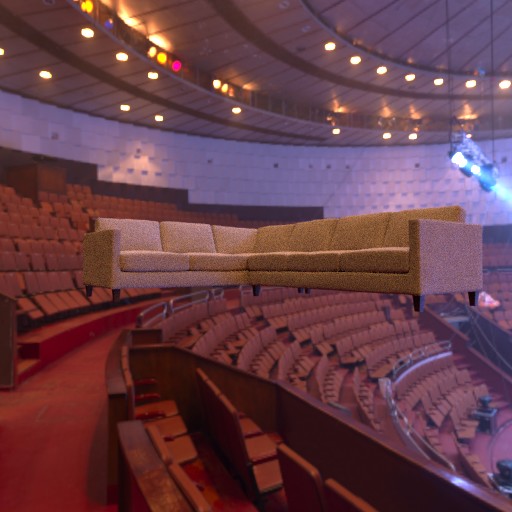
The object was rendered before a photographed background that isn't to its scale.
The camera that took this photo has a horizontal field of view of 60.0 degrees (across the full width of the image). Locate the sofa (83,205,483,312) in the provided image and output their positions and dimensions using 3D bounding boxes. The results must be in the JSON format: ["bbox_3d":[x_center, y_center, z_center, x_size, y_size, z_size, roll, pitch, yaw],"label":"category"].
[{"bbox_3d":[0.000,0.000,4.290,2.432,0.863,3.182,1,-2,-36],"label":"sofa"}]
